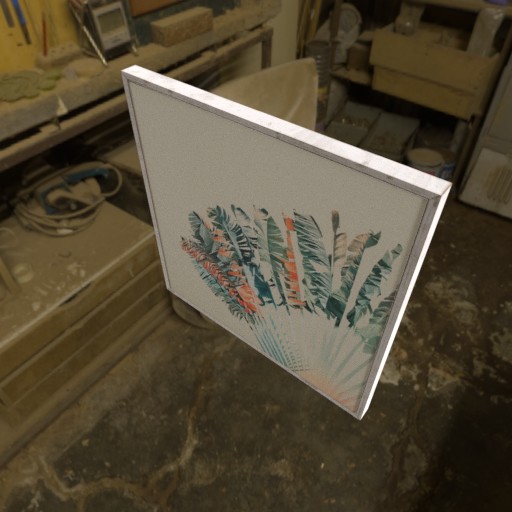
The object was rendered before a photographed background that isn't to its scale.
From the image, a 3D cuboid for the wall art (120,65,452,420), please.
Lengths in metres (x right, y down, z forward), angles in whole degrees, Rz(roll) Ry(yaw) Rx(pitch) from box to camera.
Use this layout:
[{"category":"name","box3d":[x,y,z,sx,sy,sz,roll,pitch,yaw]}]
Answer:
[{"category":"wall art","box3d":[0.000,0.000,0.750,0.508,0.506,0.029,29,52,26]}]
